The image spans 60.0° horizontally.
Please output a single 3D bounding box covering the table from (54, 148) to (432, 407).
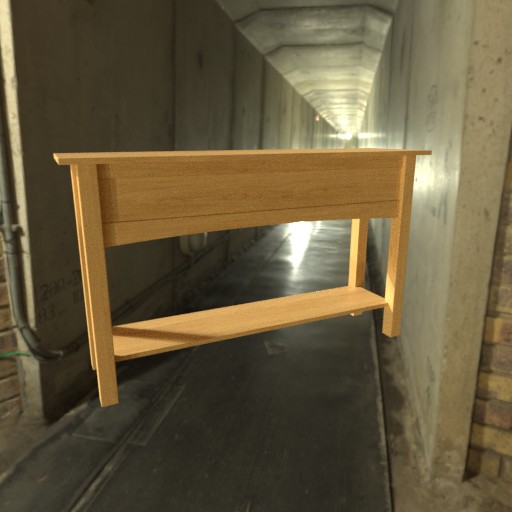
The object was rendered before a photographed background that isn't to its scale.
[{"bbox_3d":[0.000,0.000,1.589,1.240,0.730,0.350,-7,17,-24],"label":"table"}]
